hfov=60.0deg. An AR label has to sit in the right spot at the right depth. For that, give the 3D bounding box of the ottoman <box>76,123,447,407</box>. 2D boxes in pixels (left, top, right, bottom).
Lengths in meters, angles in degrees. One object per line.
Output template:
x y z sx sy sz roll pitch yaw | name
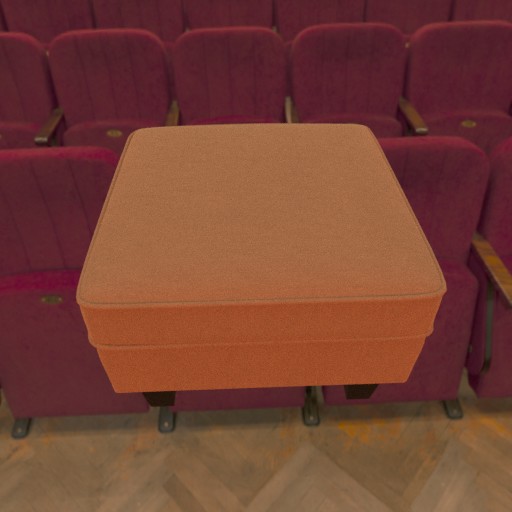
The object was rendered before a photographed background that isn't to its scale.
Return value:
0.000 0.000 1.030 0.616 0.438 0.613 -2 43 -2 | ottoman
